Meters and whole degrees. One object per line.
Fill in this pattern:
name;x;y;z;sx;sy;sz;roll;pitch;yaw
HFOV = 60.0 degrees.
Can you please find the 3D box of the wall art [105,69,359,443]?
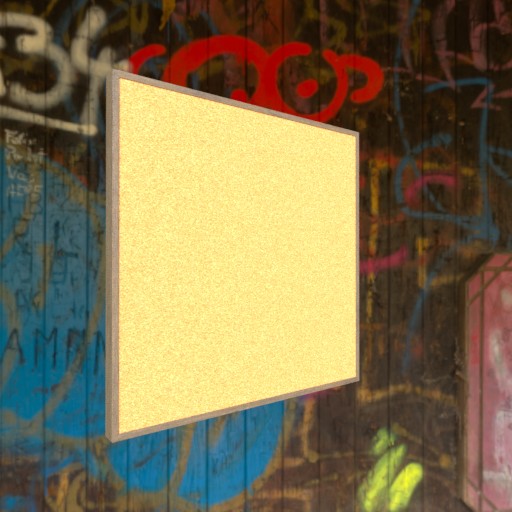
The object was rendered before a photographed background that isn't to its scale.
wall art;0.000;0.000;1.141;0.758;0.758;0.039;0;0;-37
